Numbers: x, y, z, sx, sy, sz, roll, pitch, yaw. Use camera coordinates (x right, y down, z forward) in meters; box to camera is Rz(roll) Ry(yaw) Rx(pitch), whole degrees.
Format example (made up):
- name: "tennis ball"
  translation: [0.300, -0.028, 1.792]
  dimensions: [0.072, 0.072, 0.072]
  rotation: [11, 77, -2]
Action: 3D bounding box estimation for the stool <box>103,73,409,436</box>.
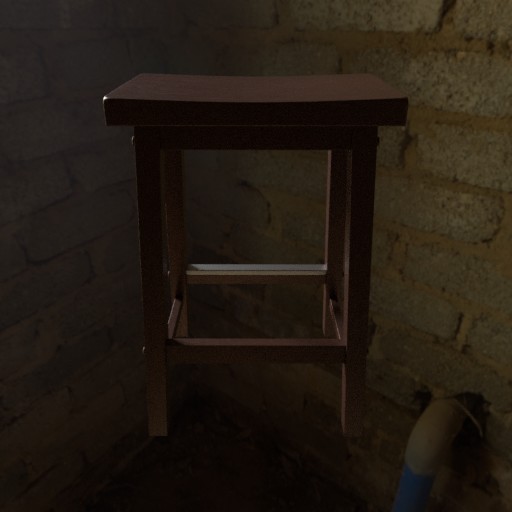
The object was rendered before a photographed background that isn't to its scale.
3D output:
- name: "stool"
  translation: [0.000, 0.000, 0.831]
  dimensions: [0.406, 0.610, 0.322]
  rotation: [0, 30, 0]
